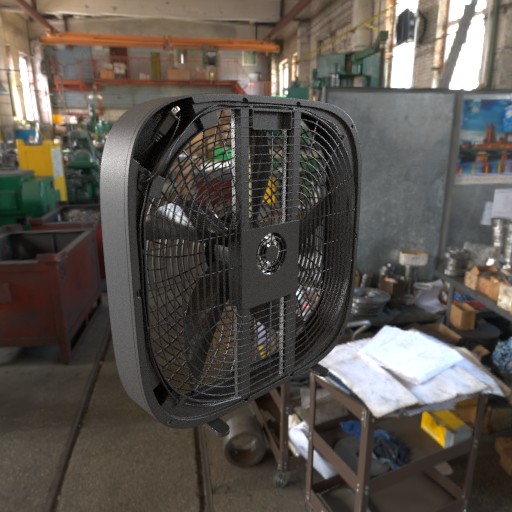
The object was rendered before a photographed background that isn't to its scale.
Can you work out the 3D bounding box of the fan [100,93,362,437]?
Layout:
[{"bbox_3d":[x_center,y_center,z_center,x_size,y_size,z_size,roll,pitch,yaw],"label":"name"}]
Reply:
[{"bbox_3d":[0.000,0.000,0.791,0.526,0.533,0.142,-14,21,-42],"label":"fan"}]
